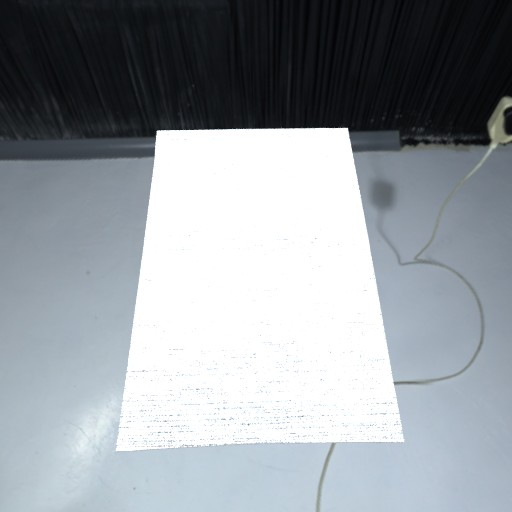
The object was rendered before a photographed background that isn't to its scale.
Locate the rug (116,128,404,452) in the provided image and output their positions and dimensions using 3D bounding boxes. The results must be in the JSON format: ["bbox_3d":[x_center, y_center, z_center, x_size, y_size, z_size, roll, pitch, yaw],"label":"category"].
[{"bbox_3d":[0.000,0.000,2.206,1.149,0.021,1.773,-1,59,-1],"label":"rug"}]
